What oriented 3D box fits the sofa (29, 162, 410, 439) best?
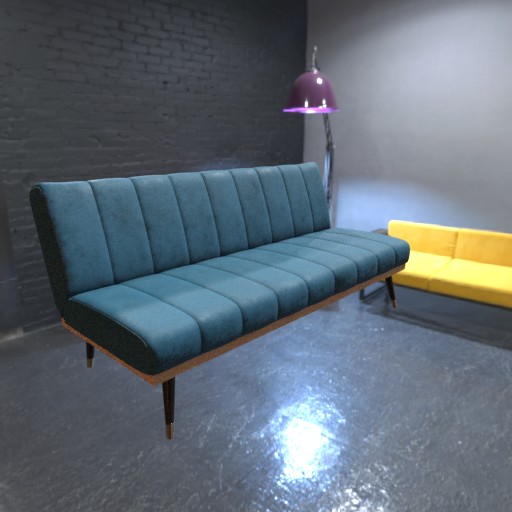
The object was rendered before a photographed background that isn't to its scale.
[{"bbox_3d":[0.000,0.000,2.240,0.830,0.825,1.810,14,21,42],"label":"sofa"}]
